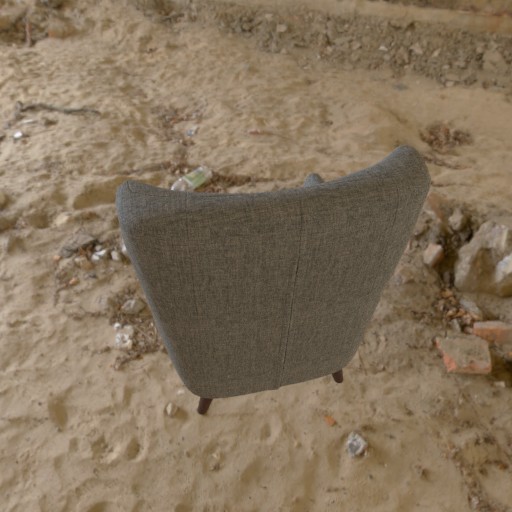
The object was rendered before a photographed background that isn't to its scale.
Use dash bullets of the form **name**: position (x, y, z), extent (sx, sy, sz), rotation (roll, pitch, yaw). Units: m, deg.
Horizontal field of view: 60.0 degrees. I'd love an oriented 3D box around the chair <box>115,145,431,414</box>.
- **chair**: position (0.000, 0.000, 1.729), extent (0.878, 1.063, 0.904), rotation (-9, 42, -11)
